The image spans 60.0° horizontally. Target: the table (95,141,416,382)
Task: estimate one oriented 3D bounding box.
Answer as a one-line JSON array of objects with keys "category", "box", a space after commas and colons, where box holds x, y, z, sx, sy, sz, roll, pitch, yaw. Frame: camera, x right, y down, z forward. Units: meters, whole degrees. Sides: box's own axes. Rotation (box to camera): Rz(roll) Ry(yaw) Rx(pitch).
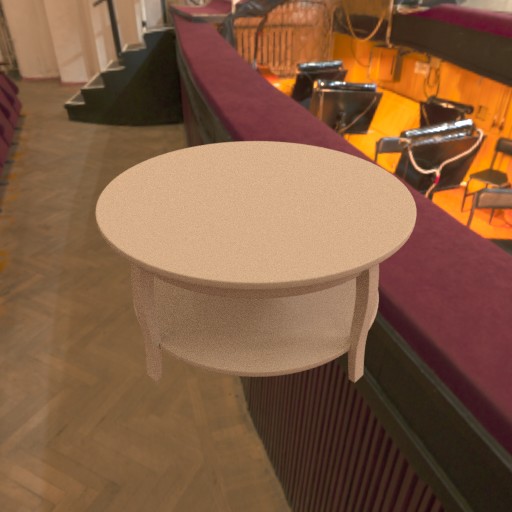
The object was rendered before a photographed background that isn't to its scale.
[{"category": "table", "box": [0.000, 0.000, 1.436, 0.910, 0.457, 0.910, 0, 33, 0]}]
